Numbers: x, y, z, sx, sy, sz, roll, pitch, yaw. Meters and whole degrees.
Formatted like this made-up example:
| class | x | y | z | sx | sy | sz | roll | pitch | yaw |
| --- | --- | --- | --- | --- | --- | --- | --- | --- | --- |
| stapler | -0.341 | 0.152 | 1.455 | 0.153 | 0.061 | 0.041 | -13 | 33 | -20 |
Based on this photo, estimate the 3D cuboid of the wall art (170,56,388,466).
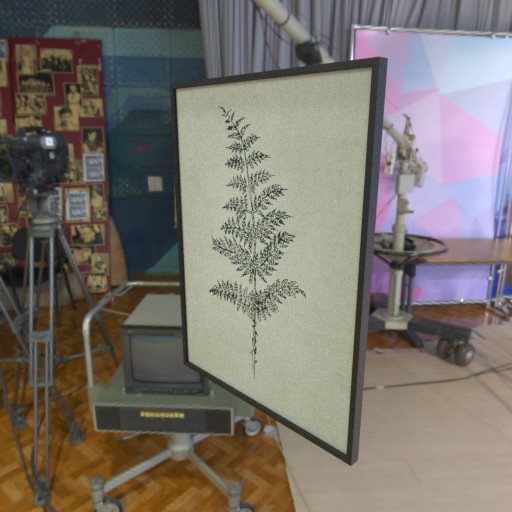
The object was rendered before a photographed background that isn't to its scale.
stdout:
| class | x | y | z | sx | sy | sz | roll | pitch | yaw |
| --- | --- | --- | --- | --- | --- | --- | --- | --- | --- |
| wall art | 0.000 | 0.000 | 1.396 | 0.036 | 1.070 | 0.802 | -15 | 22 | -43 |
